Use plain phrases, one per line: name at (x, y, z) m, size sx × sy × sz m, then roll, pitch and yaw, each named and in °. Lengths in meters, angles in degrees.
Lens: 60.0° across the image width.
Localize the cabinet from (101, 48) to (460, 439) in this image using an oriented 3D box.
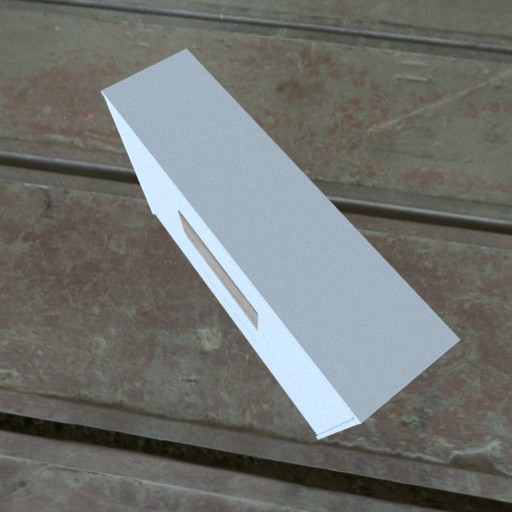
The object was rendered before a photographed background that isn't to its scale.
cabinet at (0.000, 0.000, 1.868) m, size 0.380 × 0.900 × 1.450 m, roll -34°, pitch 69°, yaw -14°
